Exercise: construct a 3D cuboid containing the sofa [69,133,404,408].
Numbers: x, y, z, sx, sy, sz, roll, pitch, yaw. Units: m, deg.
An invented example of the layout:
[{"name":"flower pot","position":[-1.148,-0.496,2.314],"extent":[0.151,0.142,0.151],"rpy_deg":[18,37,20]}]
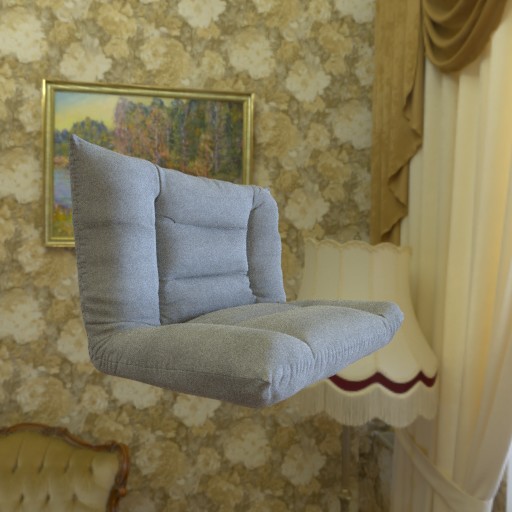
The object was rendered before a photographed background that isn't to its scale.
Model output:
[{"name":"sofa","position":[0.000,0.000,1.710],"extent":[0.847,0.795,1.144],"rpy_deg":[0,1,35]}]
